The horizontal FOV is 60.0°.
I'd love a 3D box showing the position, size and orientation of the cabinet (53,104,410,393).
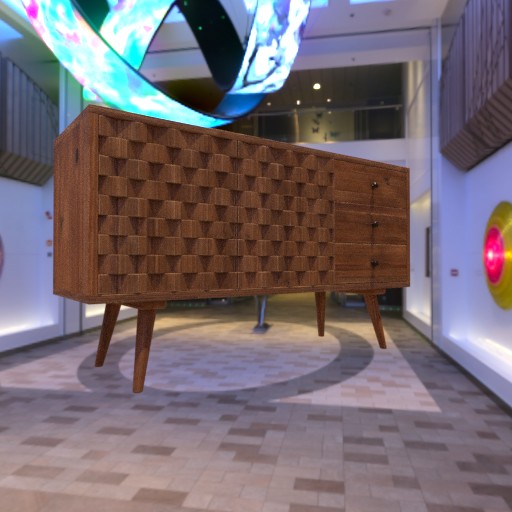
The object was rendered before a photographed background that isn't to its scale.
[{"bbox_3d":[0.000,0.000,1.759,1.400,0.800,0.472,0,-1,-36],"label":"cabinet"}]
